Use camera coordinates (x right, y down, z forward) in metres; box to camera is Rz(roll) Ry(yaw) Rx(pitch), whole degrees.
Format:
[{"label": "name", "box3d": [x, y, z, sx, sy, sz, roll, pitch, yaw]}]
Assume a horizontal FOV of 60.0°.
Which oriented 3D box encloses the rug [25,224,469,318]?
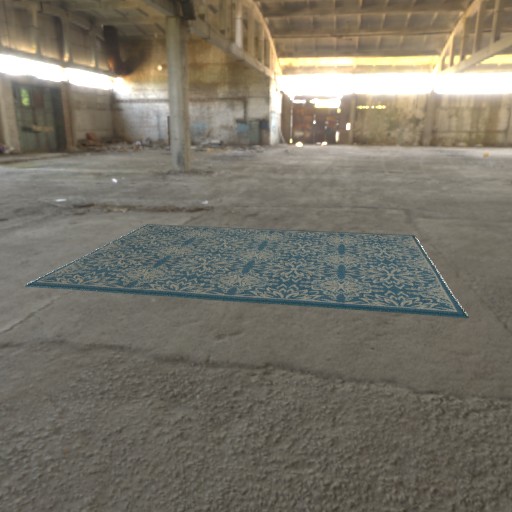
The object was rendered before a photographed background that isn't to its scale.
[{"label": "rug", "box3d": [0.000, 0.000, 2.882, 2.205, 0.012, 1.554, 3, 17, 10]}]
